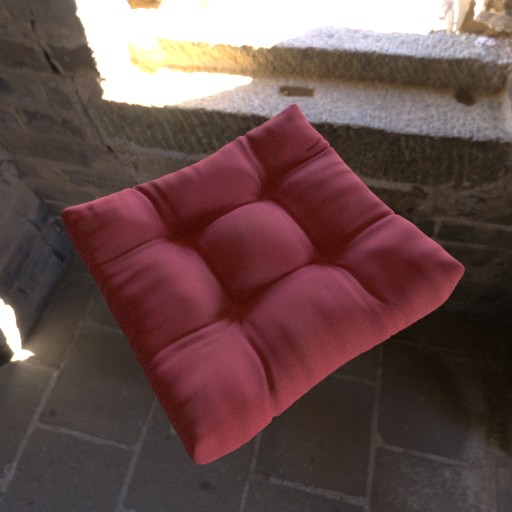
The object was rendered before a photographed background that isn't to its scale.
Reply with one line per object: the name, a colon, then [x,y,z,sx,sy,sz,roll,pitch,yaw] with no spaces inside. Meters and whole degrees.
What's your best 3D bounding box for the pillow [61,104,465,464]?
pillow: [0.000,0.000,0.738,0.490,0.128,0.468,-30,63,-17]
